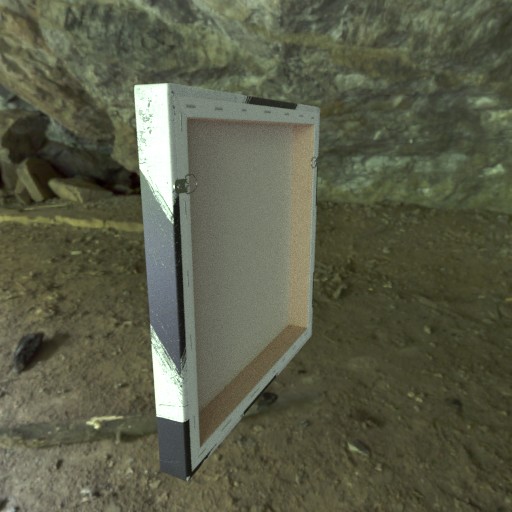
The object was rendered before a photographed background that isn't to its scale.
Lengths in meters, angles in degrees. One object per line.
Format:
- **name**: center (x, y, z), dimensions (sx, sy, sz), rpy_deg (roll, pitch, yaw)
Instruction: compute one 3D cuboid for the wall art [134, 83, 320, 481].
- **wall art**: center (0.000, 0.000, 0.759), dimensions (0.050, 0.508, 0.507), rpy_deg (7, 17, 25)
